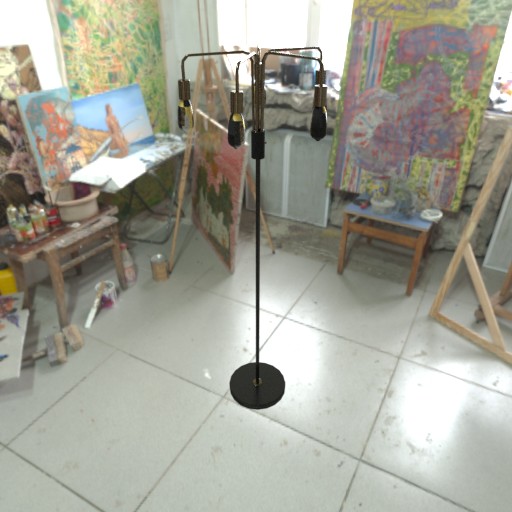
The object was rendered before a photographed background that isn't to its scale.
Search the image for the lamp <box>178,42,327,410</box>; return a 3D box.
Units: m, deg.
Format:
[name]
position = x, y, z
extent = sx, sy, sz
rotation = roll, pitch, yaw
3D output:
[lamp]
position = 0.000, 0.000, 2.022
extent = 0.572, 1.721, 0.599
rotation = 0, 32, 0
